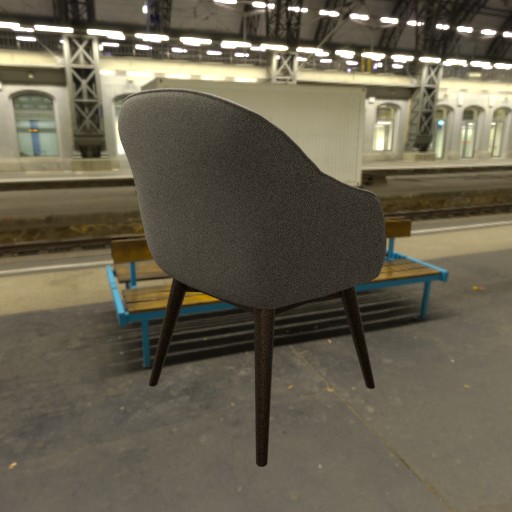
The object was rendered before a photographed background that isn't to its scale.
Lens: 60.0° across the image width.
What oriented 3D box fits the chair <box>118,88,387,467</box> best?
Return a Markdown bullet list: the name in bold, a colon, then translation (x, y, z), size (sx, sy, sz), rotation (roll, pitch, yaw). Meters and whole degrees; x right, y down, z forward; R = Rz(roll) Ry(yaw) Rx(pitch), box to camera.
- **chair**: translation (0.000, 0.000, 1.202), size (0.611, 0.810, 0.589), rotation (-14, 21, -42)
